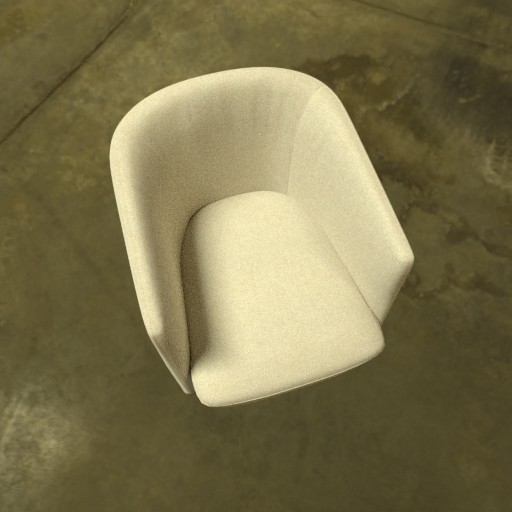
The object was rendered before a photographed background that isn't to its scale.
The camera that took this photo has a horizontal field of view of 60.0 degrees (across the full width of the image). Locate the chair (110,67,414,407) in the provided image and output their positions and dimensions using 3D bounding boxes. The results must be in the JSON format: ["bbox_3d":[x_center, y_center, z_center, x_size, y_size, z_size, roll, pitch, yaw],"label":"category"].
[{"bbox_3d":[0.000,0.000,1.635,0.822,0.861,0.986,-15,64,-8],"label":"chair"}]
